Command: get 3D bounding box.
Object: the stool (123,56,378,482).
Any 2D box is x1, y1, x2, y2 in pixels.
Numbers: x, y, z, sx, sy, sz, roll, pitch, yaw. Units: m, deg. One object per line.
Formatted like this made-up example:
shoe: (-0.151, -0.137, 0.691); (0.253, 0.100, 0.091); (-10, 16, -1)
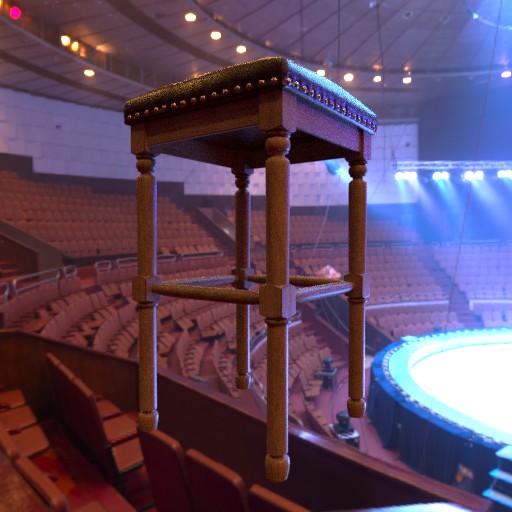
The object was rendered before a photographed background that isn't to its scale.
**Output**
stool: (0.000, 0.000, 0.927); (0.382, 0.702, 0.383); (1, 2, 36)
